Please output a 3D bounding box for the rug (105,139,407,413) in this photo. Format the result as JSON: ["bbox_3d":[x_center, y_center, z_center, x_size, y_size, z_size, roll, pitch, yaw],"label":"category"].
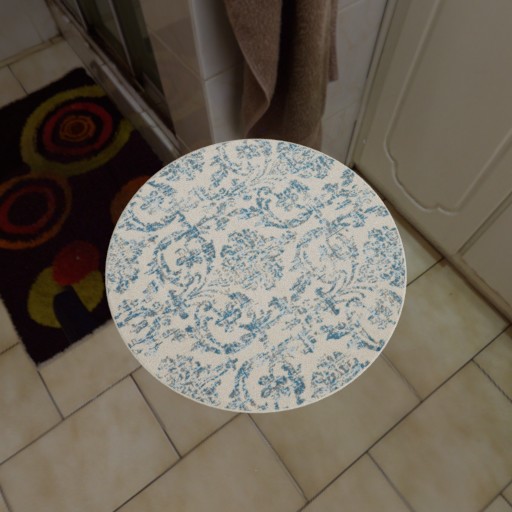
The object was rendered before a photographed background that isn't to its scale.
[{"bbox_3d":[0.000,0.000,2.369,1.593,0.012,1.593,0,64,0],"label":"rug"}]
